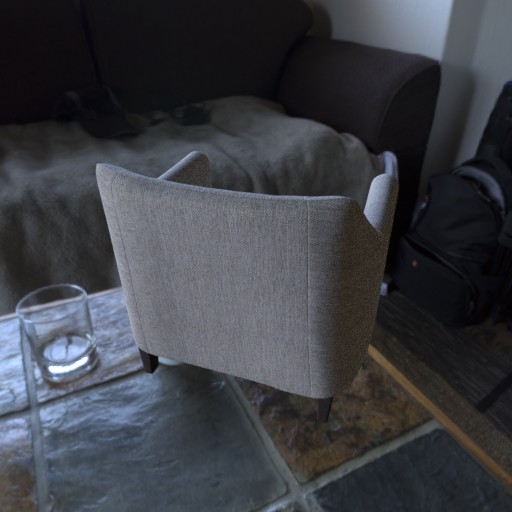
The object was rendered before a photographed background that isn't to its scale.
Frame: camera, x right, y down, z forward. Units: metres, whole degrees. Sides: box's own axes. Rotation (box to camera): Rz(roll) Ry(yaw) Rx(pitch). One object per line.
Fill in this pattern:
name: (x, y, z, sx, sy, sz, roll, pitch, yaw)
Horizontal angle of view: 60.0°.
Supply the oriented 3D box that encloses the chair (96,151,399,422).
chair: (0.000, 0.000, 1.423, 0.796, 0.761, 0.758, 10, 34, 16)
